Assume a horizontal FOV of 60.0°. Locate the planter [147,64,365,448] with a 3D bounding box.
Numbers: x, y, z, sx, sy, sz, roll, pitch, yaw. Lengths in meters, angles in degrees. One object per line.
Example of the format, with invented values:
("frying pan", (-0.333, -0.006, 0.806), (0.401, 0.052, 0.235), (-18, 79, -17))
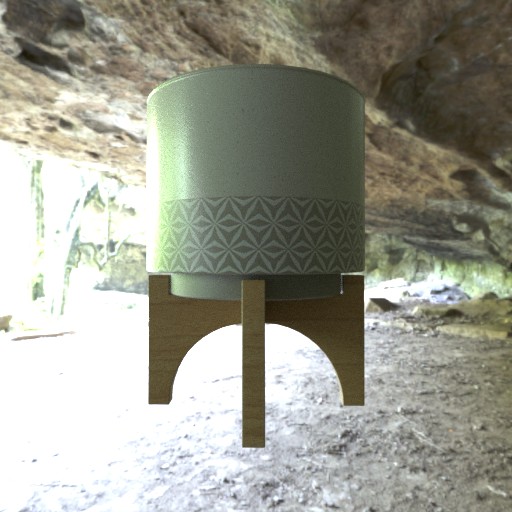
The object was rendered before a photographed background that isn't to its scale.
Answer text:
("planter", (0.000, 0.000, 0.393), (0.188, 0.260, 0.188), (0, 0, 0))
